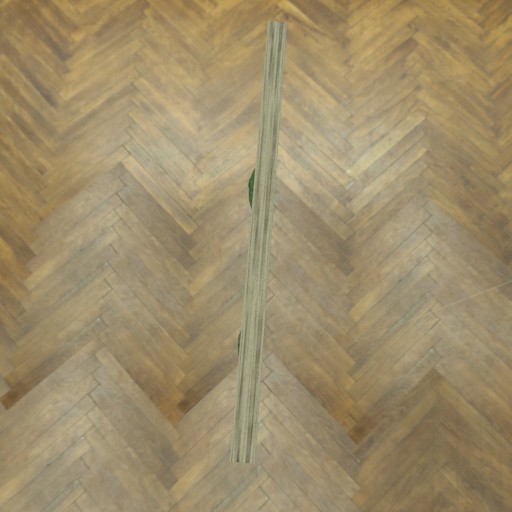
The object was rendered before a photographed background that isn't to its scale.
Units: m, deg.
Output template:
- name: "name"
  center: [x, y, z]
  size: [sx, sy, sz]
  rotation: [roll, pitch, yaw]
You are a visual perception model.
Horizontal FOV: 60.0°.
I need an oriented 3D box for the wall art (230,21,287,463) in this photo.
- name: "wall art"
  center: [0.000, 0.000, 1.098]
  size: [0.063, 0.609, 0.841]
  rotation: [4, 74, 1]
